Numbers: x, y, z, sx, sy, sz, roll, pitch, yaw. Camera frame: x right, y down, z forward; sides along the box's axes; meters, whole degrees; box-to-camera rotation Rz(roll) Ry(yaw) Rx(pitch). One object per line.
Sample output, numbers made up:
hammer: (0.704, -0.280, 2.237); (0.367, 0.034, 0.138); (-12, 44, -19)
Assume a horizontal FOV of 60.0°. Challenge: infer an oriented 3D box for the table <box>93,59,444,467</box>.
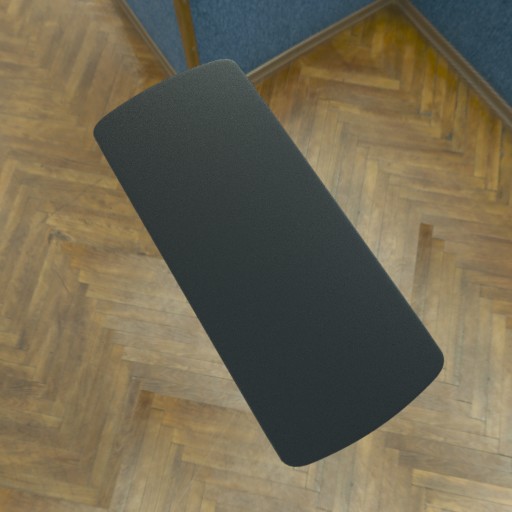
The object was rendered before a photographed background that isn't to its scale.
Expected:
table: (0.000, 0.000, 1.626); (0.571, 0.457, 1.333); (-31, 77, -8)
